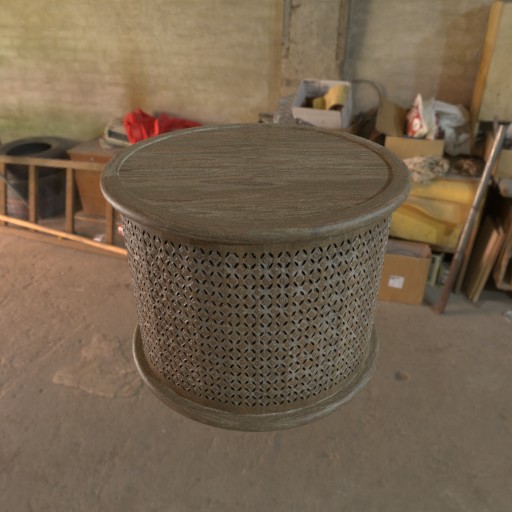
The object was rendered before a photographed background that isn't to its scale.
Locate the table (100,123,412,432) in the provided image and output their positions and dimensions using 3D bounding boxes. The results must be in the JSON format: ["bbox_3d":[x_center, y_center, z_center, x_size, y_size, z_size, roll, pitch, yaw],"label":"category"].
[{"bbox_3d":[0.000,0.000,1.010,0.607,0.450,0.607,0,31,0],"label":"table"}]
